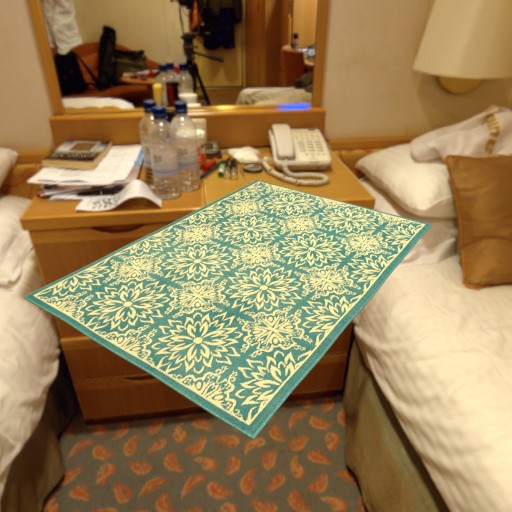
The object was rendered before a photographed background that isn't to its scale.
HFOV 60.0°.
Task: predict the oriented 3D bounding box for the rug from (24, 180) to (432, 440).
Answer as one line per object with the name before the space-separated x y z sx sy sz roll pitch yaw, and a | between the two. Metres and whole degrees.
rug | 0.000 0.000 2.806 1.554 0.012 2.205 20 36 30
